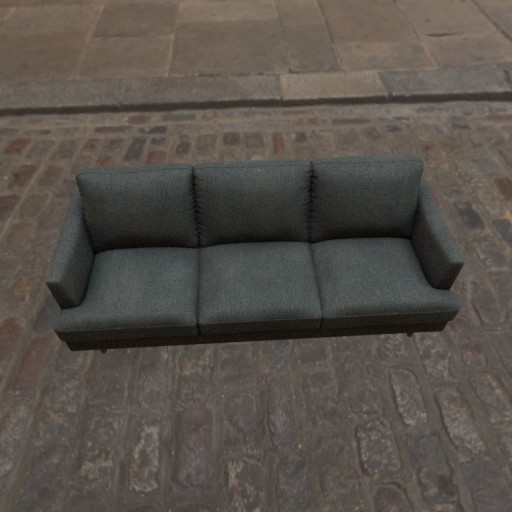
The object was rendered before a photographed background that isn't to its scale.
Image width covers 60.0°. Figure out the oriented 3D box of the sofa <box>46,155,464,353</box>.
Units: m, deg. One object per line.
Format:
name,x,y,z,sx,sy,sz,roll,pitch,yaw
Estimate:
sofa,0.000,0.000,2.673,2.246,0.930,0.903,-3,49,-2
